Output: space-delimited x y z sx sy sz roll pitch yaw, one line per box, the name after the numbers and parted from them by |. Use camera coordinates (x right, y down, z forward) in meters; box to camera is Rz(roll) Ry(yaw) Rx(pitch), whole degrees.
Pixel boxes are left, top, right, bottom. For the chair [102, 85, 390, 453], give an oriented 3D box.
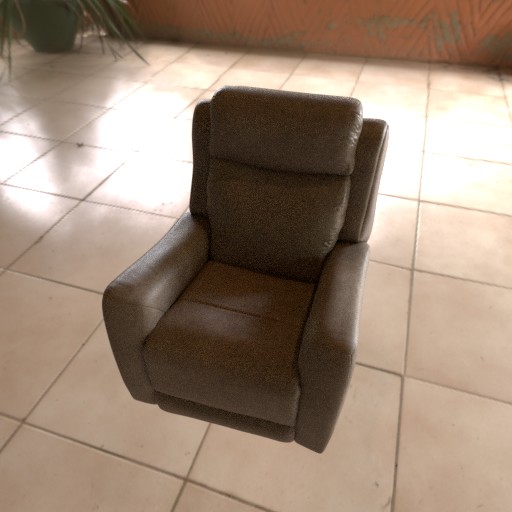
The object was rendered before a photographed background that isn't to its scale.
0.000 0.000 1.908 0.967 1.116 1.068 11 42 13 | chair
